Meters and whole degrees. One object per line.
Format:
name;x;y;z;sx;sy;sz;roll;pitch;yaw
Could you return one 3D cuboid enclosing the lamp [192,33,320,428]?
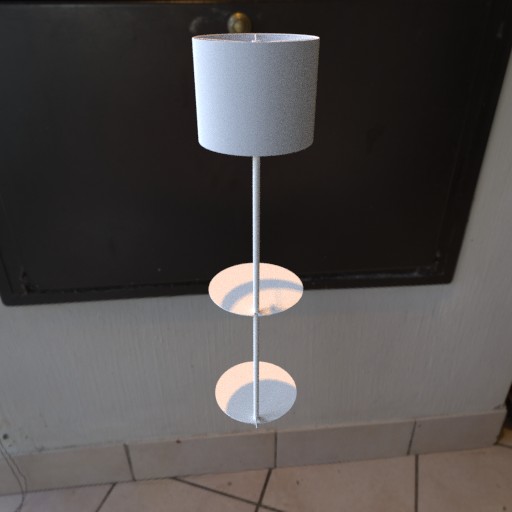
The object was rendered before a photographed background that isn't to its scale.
lamp;0.000;0.000;1.654;0.372;1.465;0.405;0;30;0
